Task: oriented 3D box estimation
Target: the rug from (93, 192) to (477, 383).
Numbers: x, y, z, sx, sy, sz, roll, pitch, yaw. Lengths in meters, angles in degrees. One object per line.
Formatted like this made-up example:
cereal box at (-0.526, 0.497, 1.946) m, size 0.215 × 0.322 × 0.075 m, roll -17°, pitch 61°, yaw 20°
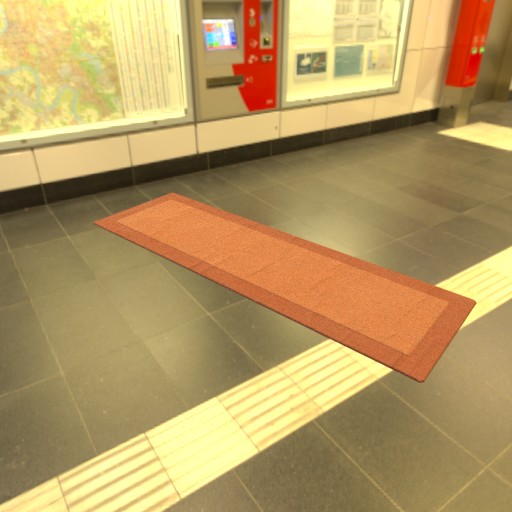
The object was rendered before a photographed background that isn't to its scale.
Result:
rug at (0.000, 0.000, 2.771) m, size 2.471 × 0.013 × 0.914 m, roll 20°, pitch 35°, yaw 31°
